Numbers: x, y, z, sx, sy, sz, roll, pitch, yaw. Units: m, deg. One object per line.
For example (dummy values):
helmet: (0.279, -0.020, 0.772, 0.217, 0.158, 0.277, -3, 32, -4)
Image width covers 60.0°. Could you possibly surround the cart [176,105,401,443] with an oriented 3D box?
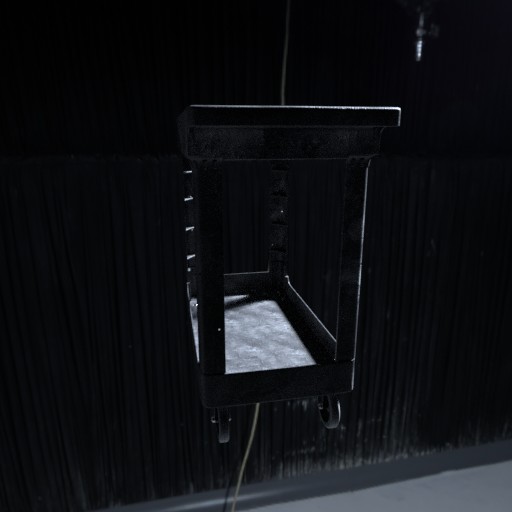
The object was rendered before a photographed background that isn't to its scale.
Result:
cart: (0.000, 0.000, 1.350, 0.420, 0.824, 0.877, -3, 16, -11)
